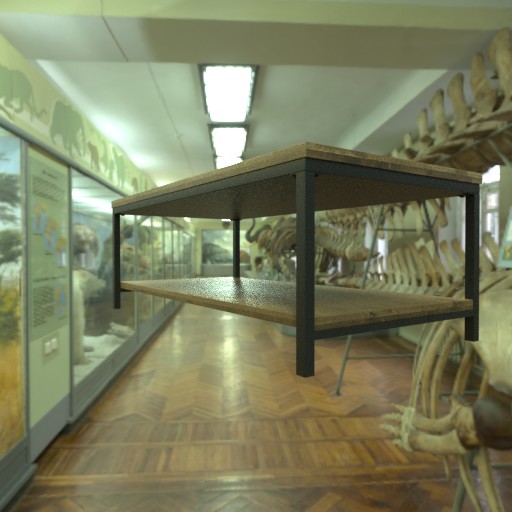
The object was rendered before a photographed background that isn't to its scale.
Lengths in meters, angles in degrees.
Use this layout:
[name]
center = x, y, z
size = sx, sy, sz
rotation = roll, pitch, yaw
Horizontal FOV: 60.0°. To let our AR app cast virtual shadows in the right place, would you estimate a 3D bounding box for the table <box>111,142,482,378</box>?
[table]
center = 0.000, 0.000, 1.354
size = 0.551, 0.399, 1.100
rotation = 0, 1, -34
